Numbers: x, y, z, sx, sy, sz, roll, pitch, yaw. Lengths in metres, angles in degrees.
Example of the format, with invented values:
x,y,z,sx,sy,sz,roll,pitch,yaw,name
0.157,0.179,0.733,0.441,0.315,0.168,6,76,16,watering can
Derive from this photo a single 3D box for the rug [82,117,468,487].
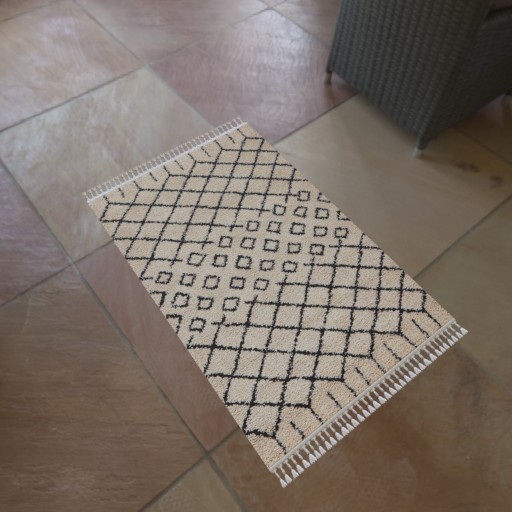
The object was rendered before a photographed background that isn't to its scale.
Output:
x,y,z,sx,sy,sz,roll,pitch,yaw,name
0.000,0.000,2.485,1.196,0.008,2.006,-32,63,-18,rug
